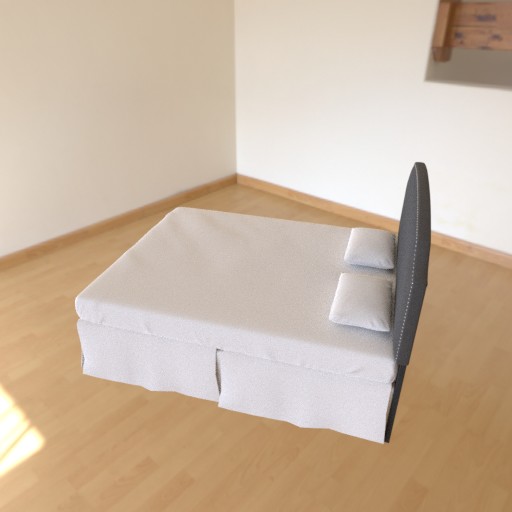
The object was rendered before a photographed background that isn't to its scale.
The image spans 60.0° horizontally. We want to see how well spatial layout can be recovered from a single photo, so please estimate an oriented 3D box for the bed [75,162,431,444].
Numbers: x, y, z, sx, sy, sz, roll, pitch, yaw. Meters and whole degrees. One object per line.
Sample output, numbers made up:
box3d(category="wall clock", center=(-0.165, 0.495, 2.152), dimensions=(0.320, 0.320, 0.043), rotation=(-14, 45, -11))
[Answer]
box3d(category="bed", center=(0.000, 0.000, 3.000), dimensions=(1.999, 1.270, 1.558), rotation=(9, 31, 14))
